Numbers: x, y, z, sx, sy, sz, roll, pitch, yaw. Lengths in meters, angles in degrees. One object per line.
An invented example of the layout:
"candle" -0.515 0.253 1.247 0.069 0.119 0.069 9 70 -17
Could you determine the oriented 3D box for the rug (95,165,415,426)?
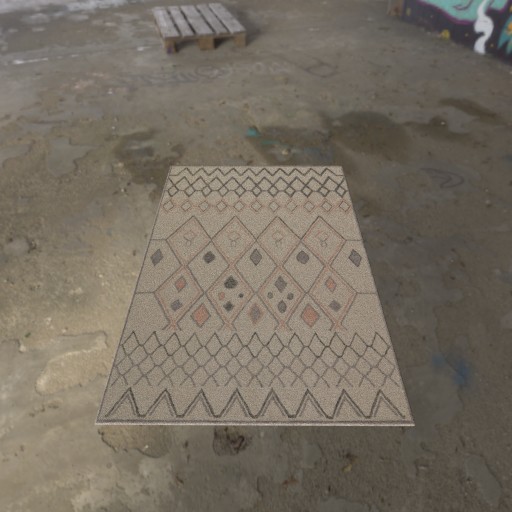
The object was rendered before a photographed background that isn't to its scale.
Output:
"rug" 0.000 0.000 3.021 1.524 0.015 2.438 0 41 0
